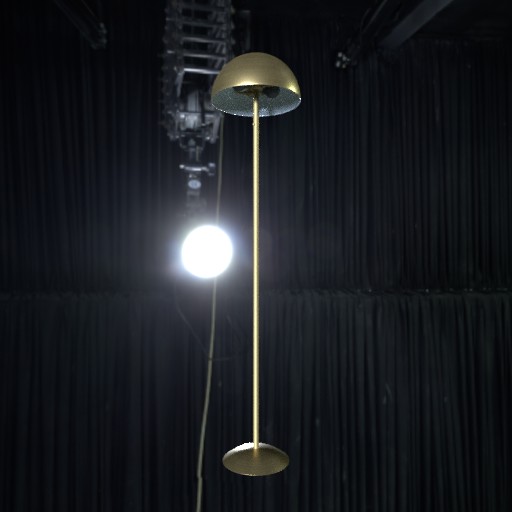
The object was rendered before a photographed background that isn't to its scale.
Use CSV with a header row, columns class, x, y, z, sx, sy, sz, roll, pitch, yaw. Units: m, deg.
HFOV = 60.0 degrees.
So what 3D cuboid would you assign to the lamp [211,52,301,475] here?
class,x,y,z,sx,sy,sz,roll,pitch,yaw
lamp,0.000,0.000,1.621,0.328,1.480,0.328,0,-1,-19
